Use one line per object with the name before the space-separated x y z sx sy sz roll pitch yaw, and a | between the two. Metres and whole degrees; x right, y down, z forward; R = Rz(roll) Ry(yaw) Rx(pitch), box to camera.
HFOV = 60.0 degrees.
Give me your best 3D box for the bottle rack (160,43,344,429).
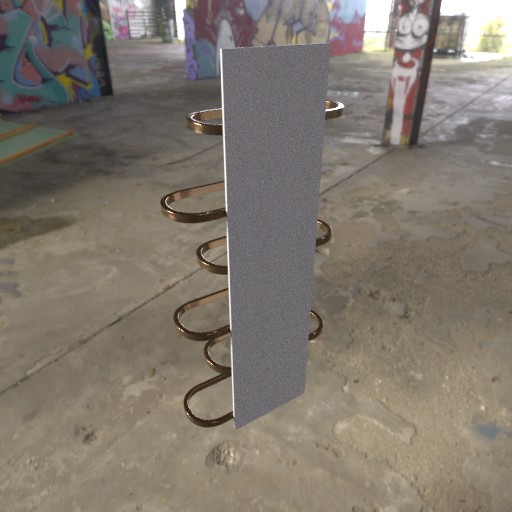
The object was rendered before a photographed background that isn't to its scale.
bottle rack | 0.000 0.000 0.816 0.332 0.709 0.118 -18 34 -29
